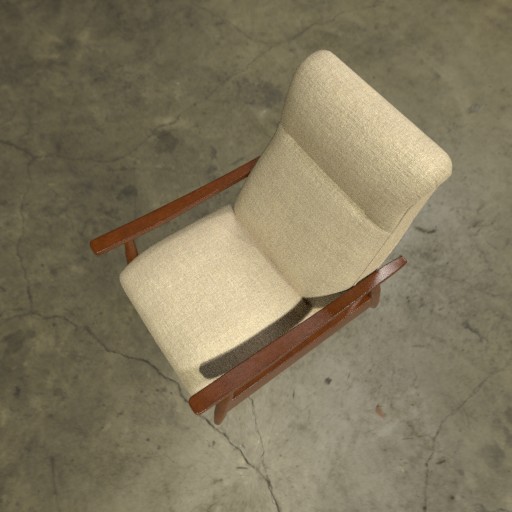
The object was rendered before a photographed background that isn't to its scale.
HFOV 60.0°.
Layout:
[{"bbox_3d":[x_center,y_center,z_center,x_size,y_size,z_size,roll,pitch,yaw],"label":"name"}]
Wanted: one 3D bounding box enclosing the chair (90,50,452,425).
[{"bbox_3d":[0.000,0.000,1.737,1.014,1.082,0.762,-33,68,-15],"label":"chair"}]
